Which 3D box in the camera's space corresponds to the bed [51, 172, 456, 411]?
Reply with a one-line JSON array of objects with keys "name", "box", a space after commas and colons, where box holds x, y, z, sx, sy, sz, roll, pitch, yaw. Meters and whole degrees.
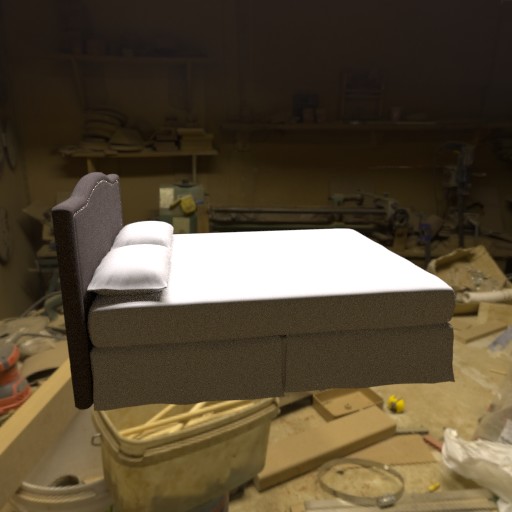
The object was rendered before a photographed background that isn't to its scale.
[{"name": "bed", "box": [0.000, 0.000, 3.851, 2.689, 1.457, 2.161, -2, 16, -9]}]
